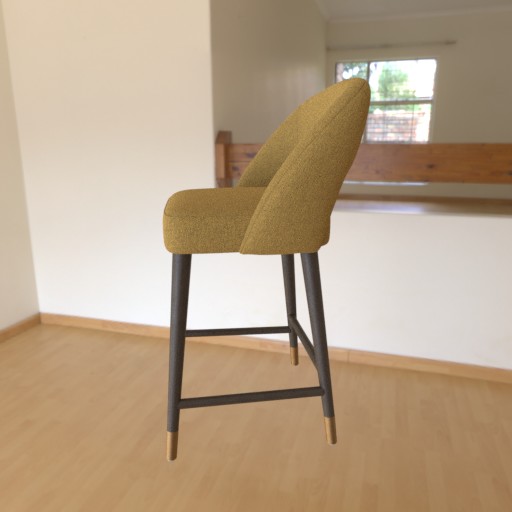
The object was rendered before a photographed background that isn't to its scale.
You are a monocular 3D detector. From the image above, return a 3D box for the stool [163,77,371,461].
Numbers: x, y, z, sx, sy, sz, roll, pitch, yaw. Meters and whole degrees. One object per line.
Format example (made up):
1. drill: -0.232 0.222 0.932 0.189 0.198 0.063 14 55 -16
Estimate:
1. stool: 0.000 0.000 1.253 0.522 0.939 0.536 -2 15 -8
